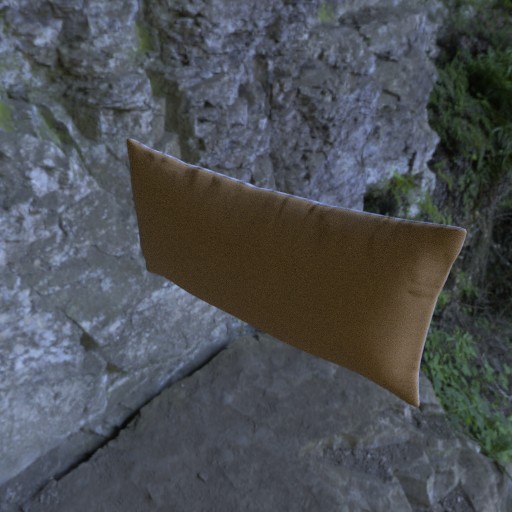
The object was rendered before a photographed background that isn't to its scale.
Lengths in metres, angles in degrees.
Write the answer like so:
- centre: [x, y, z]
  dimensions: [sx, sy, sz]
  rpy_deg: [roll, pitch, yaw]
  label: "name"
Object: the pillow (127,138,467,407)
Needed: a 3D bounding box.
- centre: [0.000, 0.000, 0.734]
  dimensions: [0.608, 0.291, 0.151]
  rpy_deg: [22, 37, 32]
  label: "pillow"
